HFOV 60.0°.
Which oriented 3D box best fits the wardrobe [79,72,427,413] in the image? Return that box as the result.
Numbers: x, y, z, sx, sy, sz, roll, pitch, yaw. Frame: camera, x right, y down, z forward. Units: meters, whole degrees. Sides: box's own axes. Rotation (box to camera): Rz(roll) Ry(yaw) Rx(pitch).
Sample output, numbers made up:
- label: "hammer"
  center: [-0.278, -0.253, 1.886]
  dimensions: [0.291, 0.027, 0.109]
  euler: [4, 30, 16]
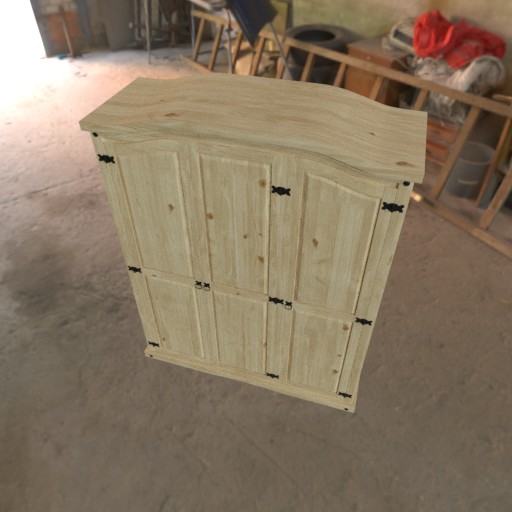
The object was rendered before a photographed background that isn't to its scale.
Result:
- label: "wardrobe"
  center: [0.000, 0.000, 2.611]
  dimensions: [1.500, 1.870, 0.570]
  euler: [12, 44, 13]
